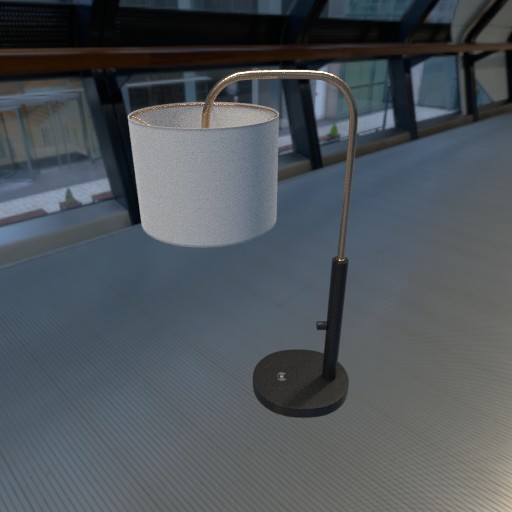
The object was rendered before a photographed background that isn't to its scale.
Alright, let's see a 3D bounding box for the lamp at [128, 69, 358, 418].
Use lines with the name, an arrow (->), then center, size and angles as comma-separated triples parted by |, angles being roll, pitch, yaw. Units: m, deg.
lamp -> 0.000, 0.000, 0.695 | 0.337, 0.540, 0.199 | 0, 27, -1
